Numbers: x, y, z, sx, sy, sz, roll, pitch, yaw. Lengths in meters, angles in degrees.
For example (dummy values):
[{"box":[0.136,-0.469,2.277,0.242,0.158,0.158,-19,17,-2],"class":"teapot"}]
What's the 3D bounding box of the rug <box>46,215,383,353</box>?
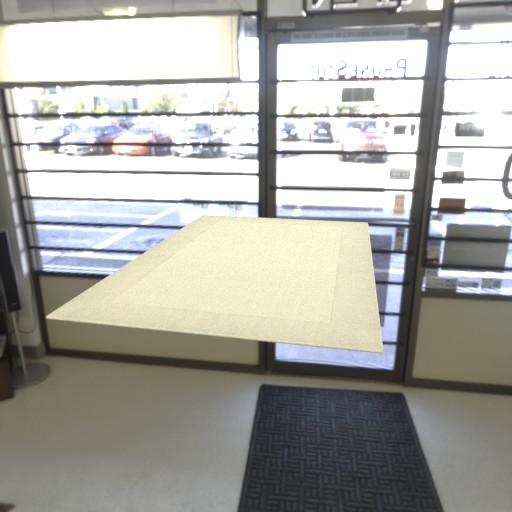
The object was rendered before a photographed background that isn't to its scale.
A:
[{"box":[0.000,0.000,2.383,1.219,0.013,1.829,4,18,11],"class":"rug"}]
